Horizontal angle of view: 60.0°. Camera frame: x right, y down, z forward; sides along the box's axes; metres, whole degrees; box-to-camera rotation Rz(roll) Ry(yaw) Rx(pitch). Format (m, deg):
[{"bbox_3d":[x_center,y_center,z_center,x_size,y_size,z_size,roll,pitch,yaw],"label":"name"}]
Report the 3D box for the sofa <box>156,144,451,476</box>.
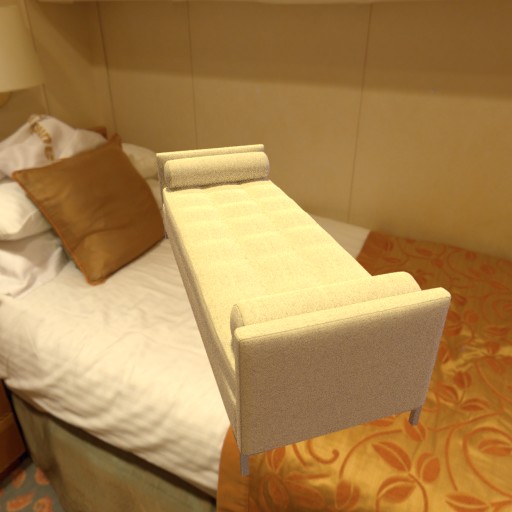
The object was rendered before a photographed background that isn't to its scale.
[{"bbox_3d":[0.000,0.000,2.441,0.797,0.655,2.102,-9,30,-16],"label":"sofa"}]
